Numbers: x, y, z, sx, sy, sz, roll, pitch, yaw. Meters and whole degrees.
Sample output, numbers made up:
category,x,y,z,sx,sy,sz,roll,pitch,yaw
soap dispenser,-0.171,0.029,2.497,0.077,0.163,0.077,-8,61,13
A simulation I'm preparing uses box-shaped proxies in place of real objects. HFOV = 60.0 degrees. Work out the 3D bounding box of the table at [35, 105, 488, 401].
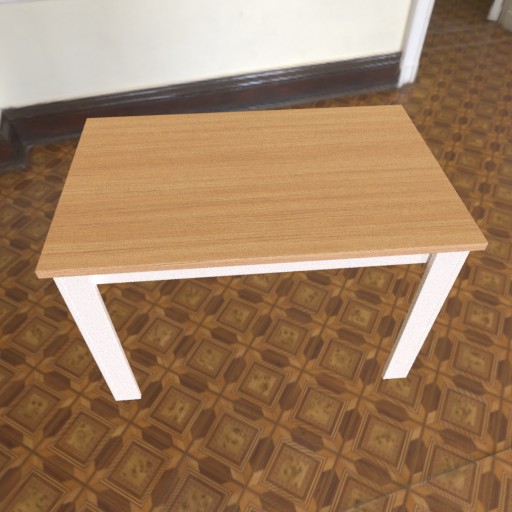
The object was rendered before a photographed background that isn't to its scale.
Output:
category,x,y,z,sx,sy,sz,roll,pitch,yaw
table,0.000,0.000,1.574,1.100,0.734,0.700,-4,47,-3
